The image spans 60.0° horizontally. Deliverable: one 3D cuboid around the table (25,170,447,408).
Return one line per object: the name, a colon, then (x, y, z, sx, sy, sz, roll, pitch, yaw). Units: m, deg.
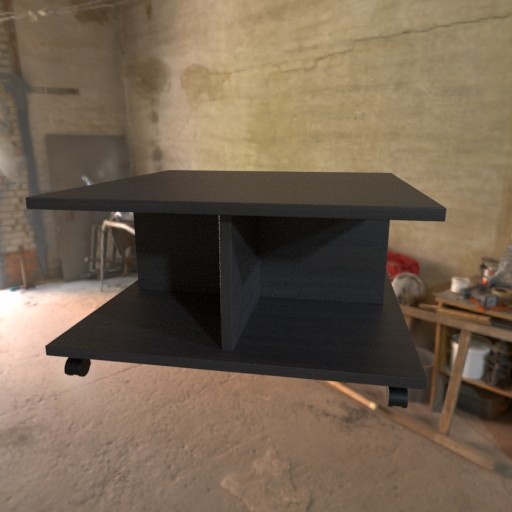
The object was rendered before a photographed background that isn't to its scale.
table: (0.000, 0.000, 1.195, 0.762, 0.396, 0.762, 3, 15, 10)
